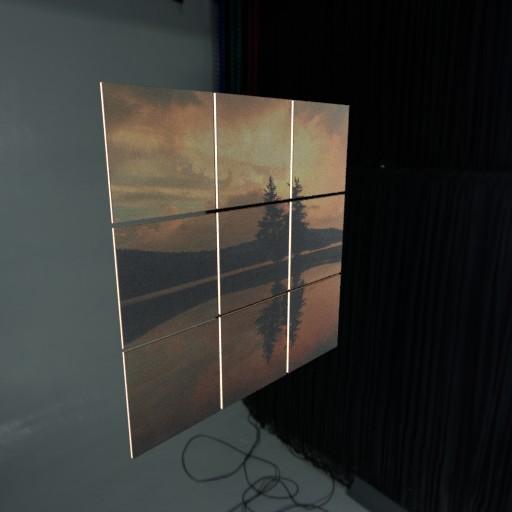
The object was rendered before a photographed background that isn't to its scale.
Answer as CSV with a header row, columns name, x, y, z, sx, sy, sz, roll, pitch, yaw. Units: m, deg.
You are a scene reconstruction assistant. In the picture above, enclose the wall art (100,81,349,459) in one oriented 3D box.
name,x,y,z,sx,sy,sz,roll,pitch,yaw
wall art,0.000,0.000,1.795,0.013,1.218,1.216,14,20,43
